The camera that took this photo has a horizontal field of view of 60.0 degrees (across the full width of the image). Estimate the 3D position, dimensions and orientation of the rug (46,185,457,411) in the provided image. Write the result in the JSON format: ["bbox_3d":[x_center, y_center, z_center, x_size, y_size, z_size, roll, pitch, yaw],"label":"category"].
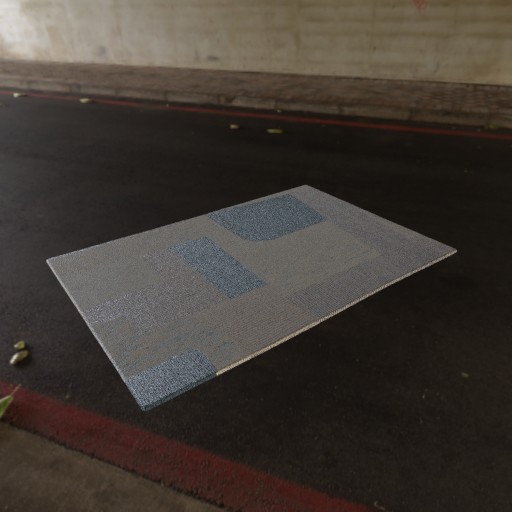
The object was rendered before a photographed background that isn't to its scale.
[{"bbox_3d":[0.000,0.000,2.389,1.847,0.020,1.238,-20,36,-31],"label":"rug"}]
